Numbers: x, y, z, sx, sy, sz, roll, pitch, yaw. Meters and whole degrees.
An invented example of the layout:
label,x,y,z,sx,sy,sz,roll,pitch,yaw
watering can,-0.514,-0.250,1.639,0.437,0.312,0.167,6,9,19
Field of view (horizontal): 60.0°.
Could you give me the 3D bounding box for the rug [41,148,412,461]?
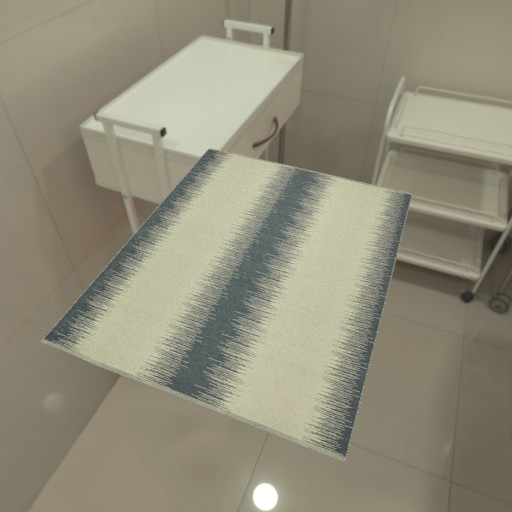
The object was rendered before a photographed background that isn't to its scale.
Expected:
label,x,y,z,sx,sy,sz,roll,pitch,yaw
rug,0.000,0.000,4.150,2.453,0.004,3.037,16,48,15
